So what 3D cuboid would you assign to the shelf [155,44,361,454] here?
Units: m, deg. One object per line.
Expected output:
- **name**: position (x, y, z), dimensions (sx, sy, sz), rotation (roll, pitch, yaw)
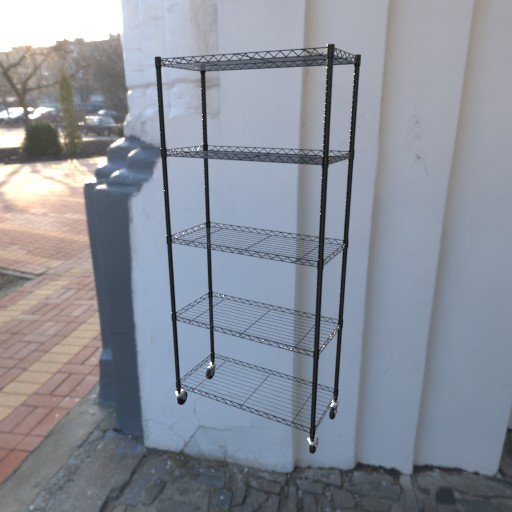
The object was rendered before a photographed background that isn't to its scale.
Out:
- **shelf**: position (0.000, 0.000, 1.986), dimensions (0.762, 1.645, 0.356), rotation (9, 20, 27)
